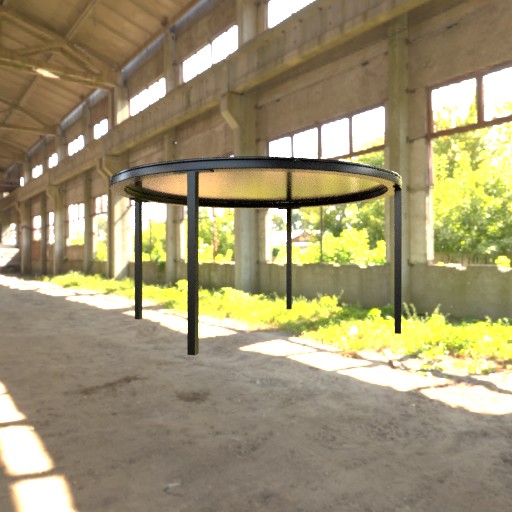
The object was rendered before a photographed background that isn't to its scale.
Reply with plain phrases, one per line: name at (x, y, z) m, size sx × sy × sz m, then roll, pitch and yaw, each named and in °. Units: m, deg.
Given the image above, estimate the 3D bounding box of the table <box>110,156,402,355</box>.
table at (0.000, 0.000, 1.278) m, size 0.800 × 0.400 × 0.800 m, roll 0°, pitch 0°, yaw 0°
